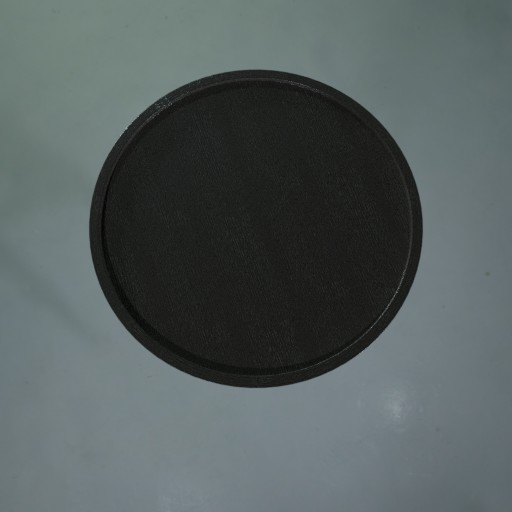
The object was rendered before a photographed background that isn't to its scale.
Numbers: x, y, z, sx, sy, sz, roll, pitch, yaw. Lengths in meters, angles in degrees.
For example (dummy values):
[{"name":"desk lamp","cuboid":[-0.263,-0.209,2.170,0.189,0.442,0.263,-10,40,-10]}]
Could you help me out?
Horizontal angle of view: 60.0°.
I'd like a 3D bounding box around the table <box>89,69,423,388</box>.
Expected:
[{"name":"table","cuboid":[0.000,0.000,0.923,0.500,0.531,0.500,0,76,0]}]
